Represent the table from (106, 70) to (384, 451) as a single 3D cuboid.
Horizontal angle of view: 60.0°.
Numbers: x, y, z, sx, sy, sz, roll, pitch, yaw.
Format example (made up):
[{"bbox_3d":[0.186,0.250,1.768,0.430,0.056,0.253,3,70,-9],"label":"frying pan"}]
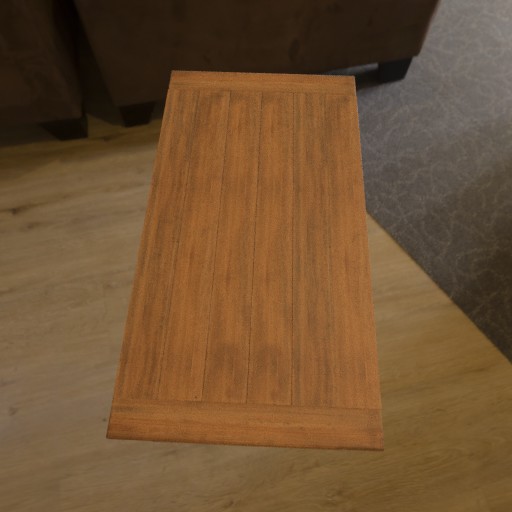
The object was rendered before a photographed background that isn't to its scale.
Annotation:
[{"bbox_3d":[0.000,0.000,1.578,0.693,0.494,1.270,2,63,1],"label":"table"}]
